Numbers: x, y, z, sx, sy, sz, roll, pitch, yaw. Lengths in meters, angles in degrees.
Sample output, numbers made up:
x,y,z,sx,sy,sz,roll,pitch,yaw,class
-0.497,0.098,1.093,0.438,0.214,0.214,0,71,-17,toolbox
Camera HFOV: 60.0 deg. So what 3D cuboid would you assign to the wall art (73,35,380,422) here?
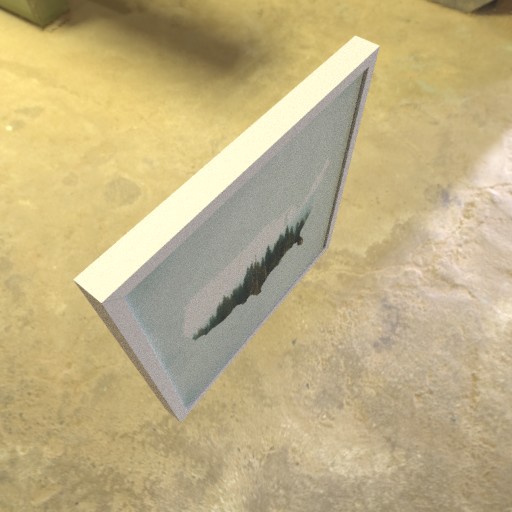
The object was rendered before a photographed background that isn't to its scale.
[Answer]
x,y,z,sx,sy,sz,roll,pitch,yaw,class
0.000,0.000,0.735,0.040,0.509,0.509,34,64,19,wall art
